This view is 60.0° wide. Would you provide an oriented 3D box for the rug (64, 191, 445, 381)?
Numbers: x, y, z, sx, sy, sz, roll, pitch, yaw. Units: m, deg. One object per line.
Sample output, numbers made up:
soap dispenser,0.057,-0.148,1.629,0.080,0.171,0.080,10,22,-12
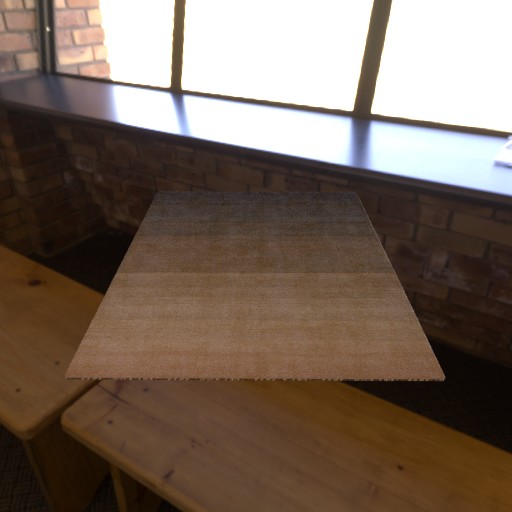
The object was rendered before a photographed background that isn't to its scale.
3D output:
rug,0.000,0.000,3.899,2.305,0.017,2.902,0,31,0
